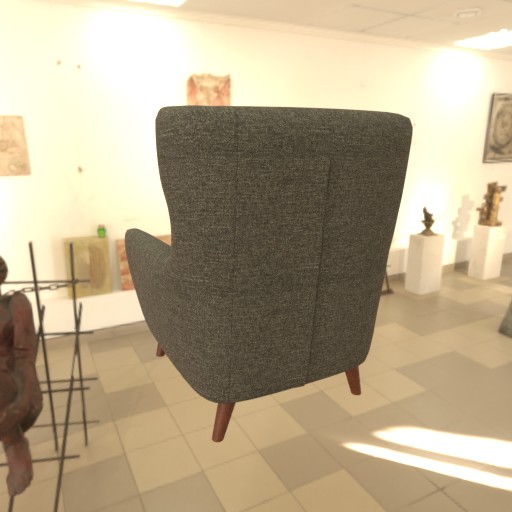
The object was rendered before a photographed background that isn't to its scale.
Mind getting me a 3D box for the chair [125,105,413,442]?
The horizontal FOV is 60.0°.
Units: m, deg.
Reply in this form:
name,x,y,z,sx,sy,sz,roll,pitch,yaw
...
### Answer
name,x,y,z,sx,sy,sz,roll,pitch,yaw
chair,0.000,0.000,1.738,0.878,1.063,0.904,-8,17,-27
